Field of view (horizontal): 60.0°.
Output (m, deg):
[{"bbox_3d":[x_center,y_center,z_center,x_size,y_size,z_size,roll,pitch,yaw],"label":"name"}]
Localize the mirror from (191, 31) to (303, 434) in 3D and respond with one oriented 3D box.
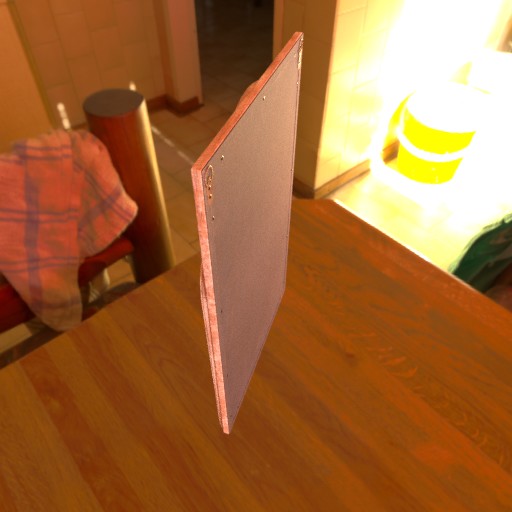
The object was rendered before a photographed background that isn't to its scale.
[{"bbox_3d":[0.000,0.000,0.991,0.058,0.787,0.495,14,47,13],"label":"mirror"}]
